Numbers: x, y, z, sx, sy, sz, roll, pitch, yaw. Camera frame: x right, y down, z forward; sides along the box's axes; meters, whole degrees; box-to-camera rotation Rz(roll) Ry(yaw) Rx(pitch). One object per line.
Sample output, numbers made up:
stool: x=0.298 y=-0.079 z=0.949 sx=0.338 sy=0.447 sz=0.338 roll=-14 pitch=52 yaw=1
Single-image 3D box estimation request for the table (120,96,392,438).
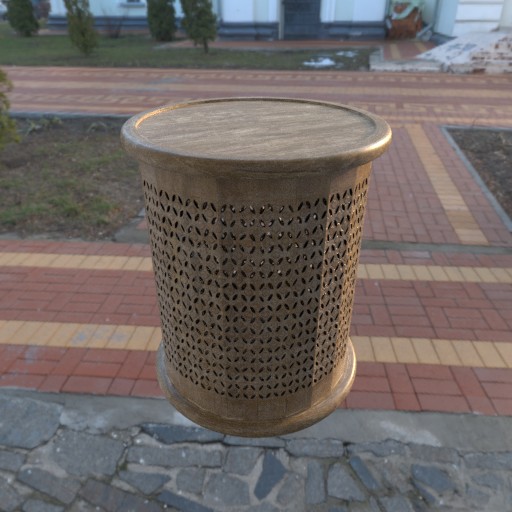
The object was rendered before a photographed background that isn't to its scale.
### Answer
table: x=0.000 y=0.000 z=0.801 sx=0.407 sy=0.482 sz=0.407 roll=0 pitch=30 yaw=0
